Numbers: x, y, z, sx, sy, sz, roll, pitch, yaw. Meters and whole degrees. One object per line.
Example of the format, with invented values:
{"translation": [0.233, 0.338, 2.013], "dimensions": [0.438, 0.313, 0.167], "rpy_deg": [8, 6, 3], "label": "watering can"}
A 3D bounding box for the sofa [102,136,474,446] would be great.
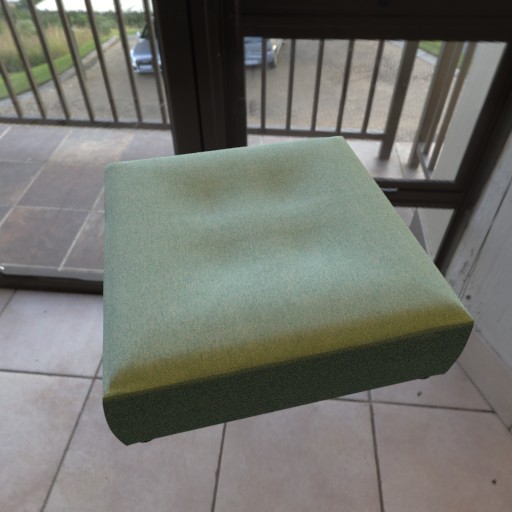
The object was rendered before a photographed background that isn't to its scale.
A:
{"translation": [0.000, 0.000, 1.430], "dimensions": [0.930, 0.330, 0.930], "rpy_deg": [-9, 46, -9], "label": "sofa"}
